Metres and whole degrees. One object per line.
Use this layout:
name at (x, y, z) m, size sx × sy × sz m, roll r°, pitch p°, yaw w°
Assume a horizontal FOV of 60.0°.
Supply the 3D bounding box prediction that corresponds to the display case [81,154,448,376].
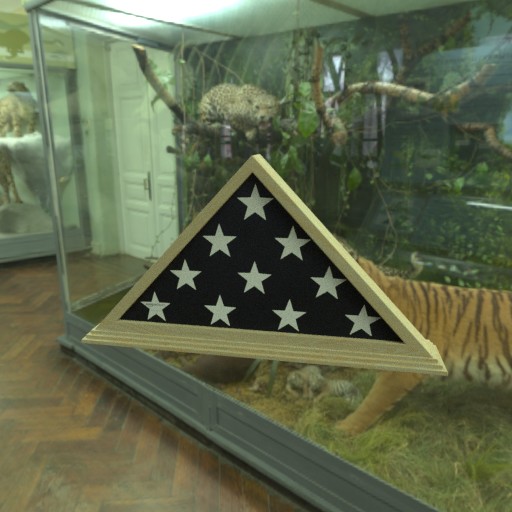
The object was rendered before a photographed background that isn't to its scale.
display case at (0.000, 0.000, 0.765) m, size 0.640 × 0.340 × 0.095 m, roll 3°, pitch 15°, yaw 10°
